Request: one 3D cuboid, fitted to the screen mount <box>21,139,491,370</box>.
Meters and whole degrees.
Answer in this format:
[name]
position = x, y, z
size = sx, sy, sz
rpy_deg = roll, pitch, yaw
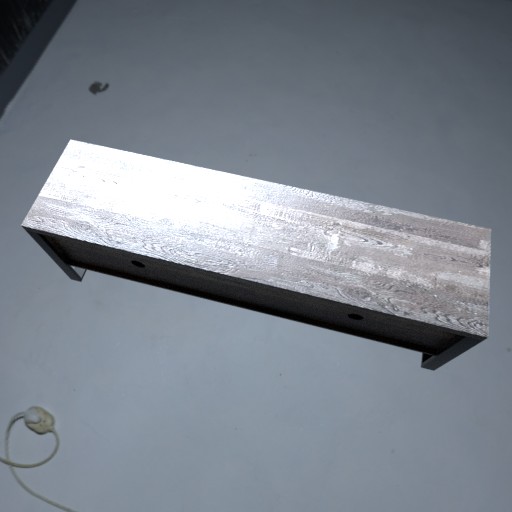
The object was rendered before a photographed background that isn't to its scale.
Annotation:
[screen mount]
position = 0.000, 0.000, 1.684
size = 1.524, 0.450, 0.395
rpy_deg = 13, 64, 7
